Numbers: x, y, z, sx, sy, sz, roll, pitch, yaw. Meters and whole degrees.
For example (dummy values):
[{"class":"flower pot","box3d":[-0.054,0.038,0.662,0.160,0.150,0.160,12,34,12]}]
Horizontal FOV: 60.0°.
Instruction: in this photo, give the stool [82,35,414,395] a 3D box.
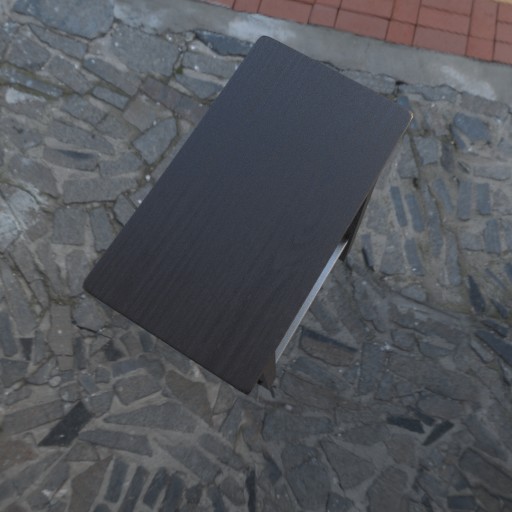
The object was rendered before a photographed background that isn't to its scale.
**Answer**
[{"class":"stool","box3d":[0.000,0.000,0.832,0.322,0.610,0.406,31,78,7]}]
